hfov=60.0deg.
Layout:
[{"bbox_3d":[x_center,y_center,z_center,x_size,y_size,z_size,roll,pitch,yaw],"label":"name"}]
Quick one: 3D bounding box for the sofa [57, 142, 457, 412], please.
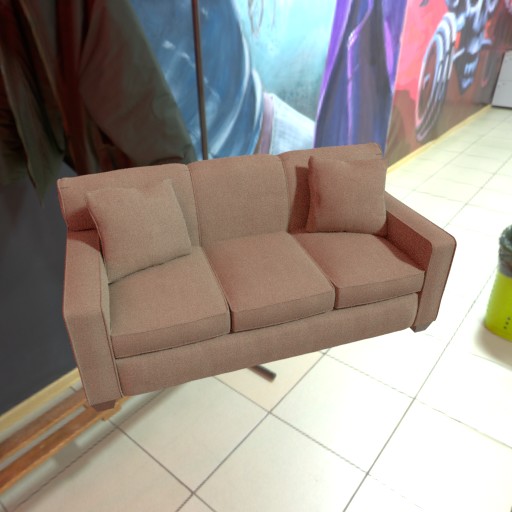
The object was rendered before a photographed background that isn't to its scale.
[{"bbox_3d":[0.000,0.000,2.569,2.024,0.958,0.997,-10,32,-16],"label":"sofa"}]
